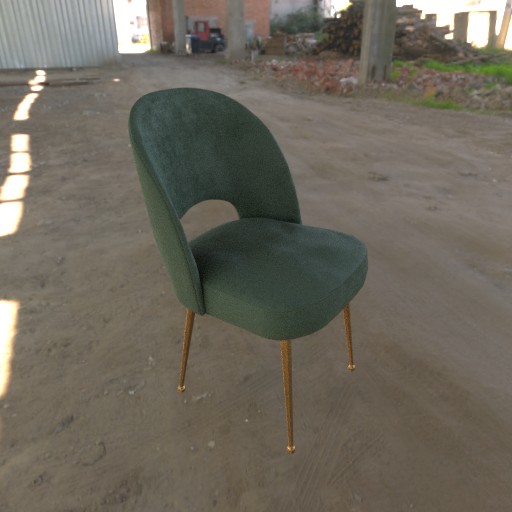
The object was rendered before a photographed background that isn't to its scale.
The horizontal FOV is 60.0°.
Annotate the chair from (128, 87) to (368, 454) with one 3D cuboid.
[{"bbox_3d":[0.000,0.000,1.258,0.577,0.860,0.527,17,31,31],"label":"chair"}]
